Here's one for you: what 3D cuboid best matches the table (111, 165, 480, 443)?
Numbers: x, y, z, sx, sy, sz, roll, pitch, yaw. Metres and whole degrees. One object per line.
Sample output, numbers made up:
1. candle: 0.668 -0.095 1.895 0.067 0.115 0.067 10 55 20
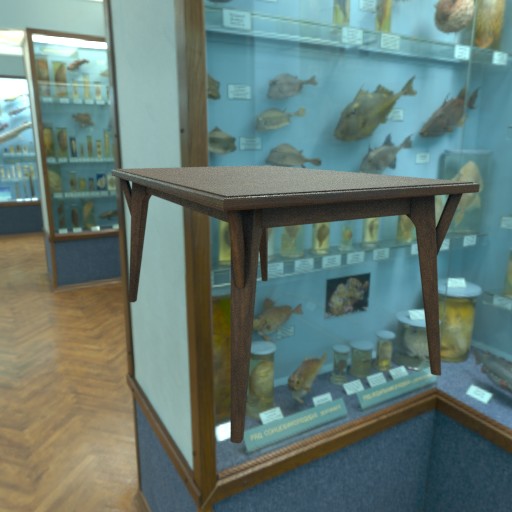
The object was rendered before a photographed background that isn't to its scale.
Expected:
1. table: 0.000 0.000 2.091 0.990 0.761 1.524 -7 16 -27
